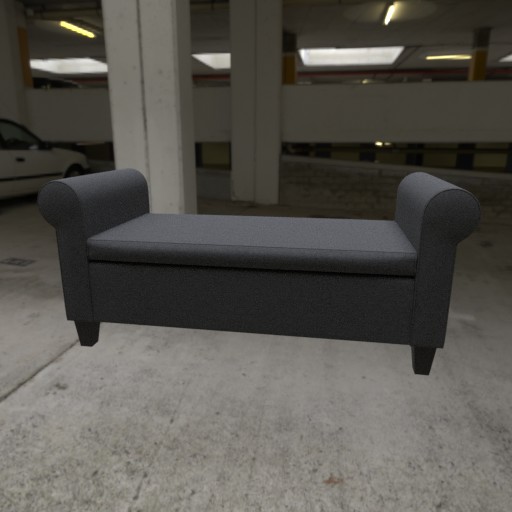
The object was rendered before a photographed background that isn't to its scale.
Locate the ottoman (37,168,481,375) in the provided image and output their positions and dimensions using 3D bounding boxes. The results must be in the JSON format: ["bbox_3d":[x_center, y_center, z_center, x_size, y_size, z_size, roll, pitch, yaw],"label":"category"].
[{"bbox_3d":[0.000,0.000,1.527,1.256,0.547,0.521,3,16,9],"label":"ottoman"}]
